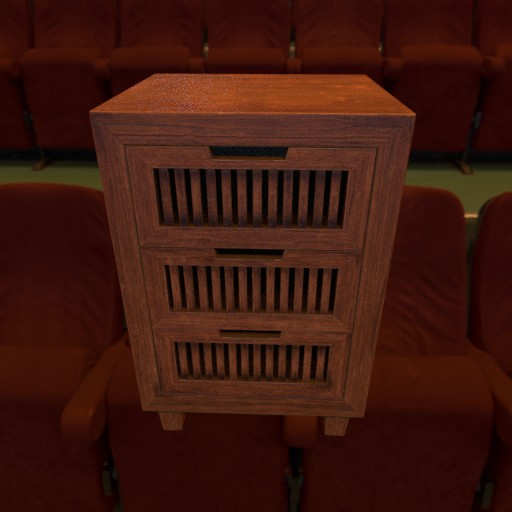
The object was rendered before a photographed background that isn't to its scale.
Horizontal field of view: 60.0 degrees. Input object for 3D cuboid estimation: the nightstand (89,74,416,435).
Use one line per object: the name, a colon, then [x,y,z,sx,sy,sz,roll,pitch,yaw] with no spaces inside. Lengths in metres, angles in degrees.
nightstand: [0.000,0.000,0.975,0.465,0.695,0.410,1,29,2]
